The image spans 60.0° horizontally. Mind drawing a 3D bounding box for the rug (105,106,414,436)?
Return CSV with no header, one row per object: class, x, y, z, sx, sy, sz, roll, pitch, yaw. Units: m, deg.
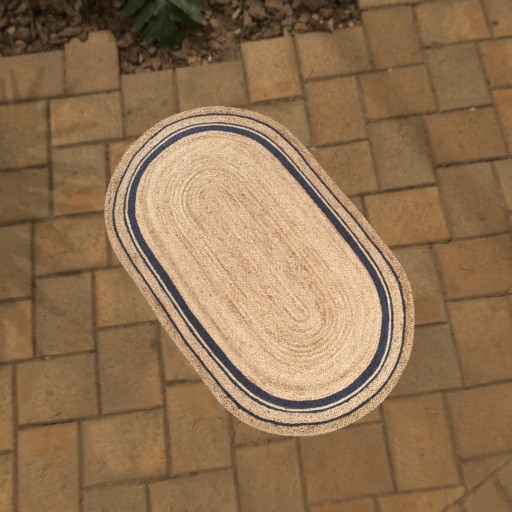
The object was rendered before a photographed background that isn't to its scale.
rug,0.000,0.000,2.968,1.520,0.006,2.432,-36,79,-8
